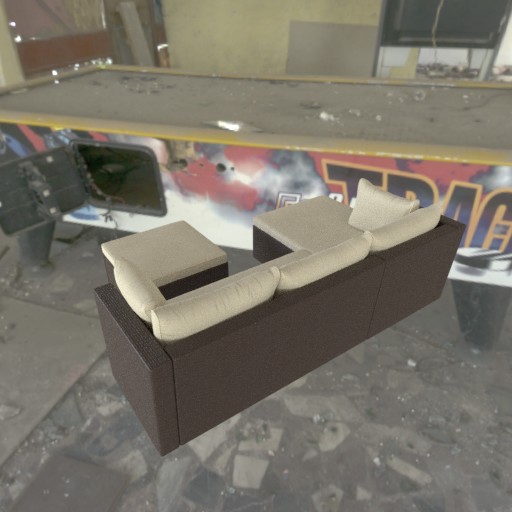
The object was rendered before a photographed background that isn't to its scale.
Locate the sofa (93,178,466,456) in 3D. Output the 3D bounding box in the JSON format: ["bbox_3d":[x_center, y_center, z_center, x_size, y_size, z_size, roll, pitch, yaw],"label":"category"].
[{"bbox_3d":[0.000,0.000,2.991,2.192,0.766,1.612,-20,37,-30],"label":"sofa"}]
